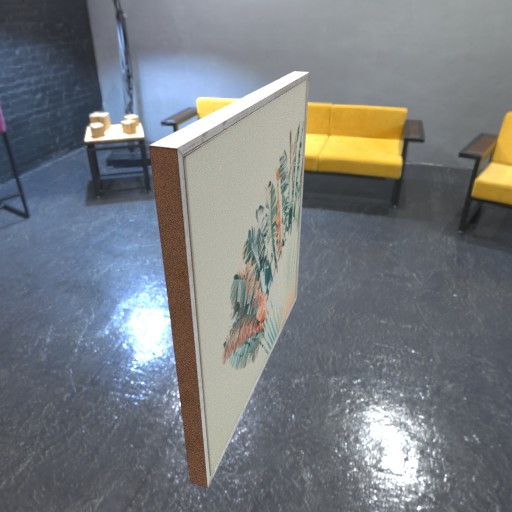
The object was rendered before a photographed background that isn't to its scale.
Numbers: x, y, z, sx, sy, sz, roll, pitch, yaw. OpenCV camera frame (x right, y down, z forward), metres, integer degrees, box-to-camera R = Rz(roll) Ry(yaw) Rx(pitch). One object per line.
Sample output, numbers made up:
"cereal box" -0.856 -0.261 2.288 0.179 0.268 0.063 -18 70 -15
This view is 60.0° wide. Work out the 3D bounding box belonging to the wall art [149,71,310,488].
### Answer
"wall art" 0.000 0.000 0.735 0.029 0.506 0.508 10 32 17
